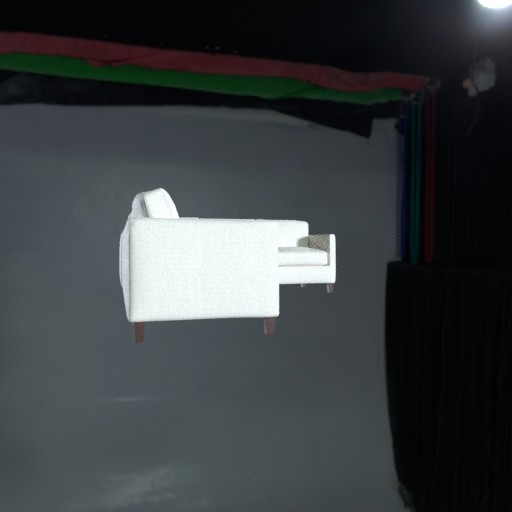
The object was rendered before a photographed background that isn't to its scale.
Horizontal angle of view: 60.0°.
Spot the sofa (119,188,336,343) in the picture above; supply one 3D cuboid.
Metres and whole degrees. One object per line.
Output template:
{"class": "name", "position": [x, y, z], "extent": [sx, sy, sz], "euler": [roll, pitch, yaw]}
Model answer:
{"class": "sofa", "position": [0.000, 0.000, 4.433], "extent": [2.593, 0.947, 3.302], "euler": [0, 1, -17]}
